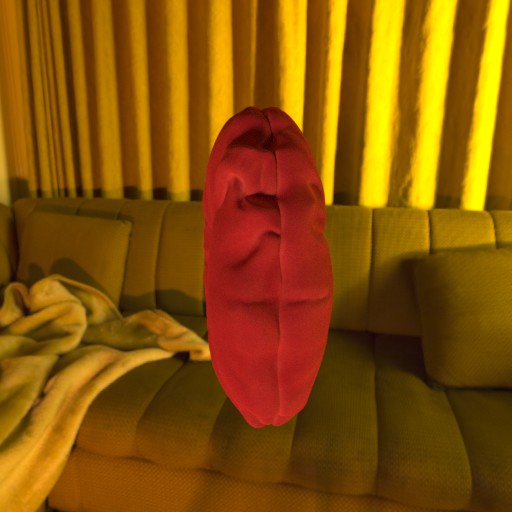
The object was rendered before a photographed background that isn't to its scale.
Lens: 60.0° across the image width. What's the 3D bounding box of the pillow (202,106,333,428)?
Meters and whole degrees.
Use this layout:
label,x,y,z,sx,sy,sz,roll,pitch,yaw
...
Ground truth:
label,x,y,z,sx,sy,sz,roll,pitch,yaw
pillow,0.000,0.000,0.635,0.148,0.407,0.428,-2,13,-8
